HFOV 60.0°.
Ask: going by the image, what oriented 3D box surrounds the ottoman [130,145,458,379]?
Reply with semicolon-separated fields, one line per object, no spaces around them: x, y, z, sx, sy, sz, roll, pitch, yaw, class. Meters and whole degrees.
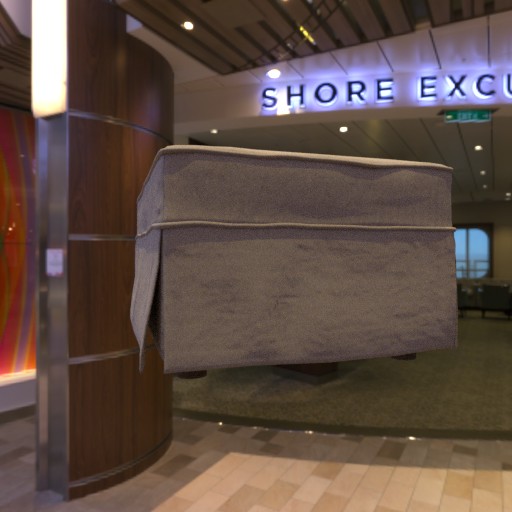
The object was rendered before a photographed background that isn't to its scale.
0.000;0.000;1.294;0.703;0.479;0.944;0;0;-18;ottoman
